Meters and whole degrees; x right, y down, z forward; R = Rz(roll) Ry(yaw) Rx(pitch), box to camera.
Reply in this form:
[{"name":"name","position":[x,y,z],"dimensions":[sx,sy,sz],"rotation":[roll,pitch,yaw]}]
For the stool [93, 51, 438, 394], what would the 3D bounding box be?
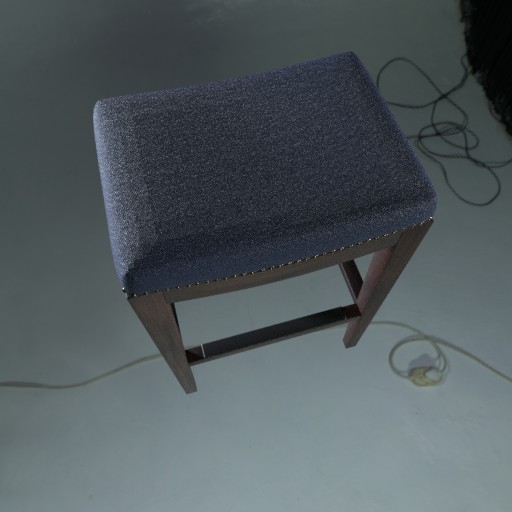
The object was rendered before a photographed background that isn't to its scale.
[{"name":"stool","position":[0.000,0.000,1.009],"dimensions":[0.498,0.740,0.358],"rotation":[-14,63,-7]}]
